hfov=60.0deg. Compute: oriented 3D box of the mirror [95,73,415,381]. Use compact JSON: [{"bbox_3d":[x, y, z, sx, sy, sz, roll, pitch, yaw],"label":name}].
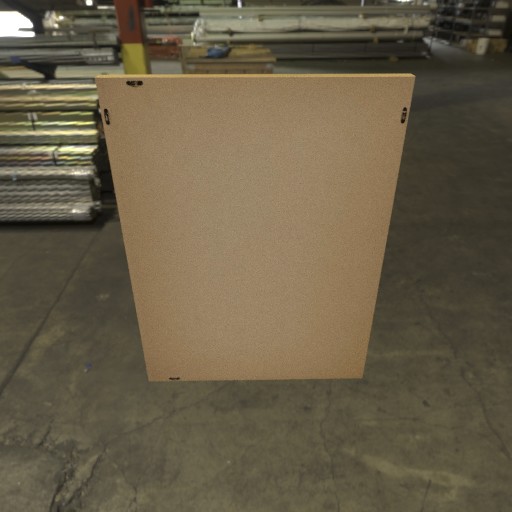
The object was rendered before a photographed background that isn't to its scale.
[{"bbox_3d":[0.000,0.000,1.330,0.762,1.016,0.040,-1,31,-1],"label":"mirror"}]
